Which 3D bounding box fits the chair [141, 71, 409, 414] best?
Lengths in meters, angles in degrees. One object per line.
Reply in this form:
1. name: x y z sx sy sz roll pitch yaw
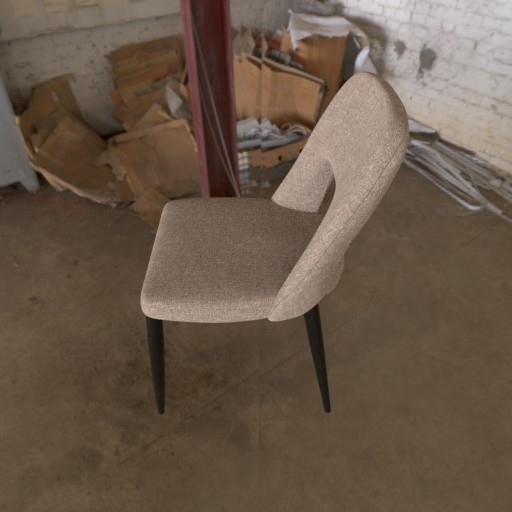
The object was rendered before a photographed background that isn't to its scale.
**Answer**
1. chair: 0.000 0.000 1.241 0.612 0.931 0.470 0 41 0
